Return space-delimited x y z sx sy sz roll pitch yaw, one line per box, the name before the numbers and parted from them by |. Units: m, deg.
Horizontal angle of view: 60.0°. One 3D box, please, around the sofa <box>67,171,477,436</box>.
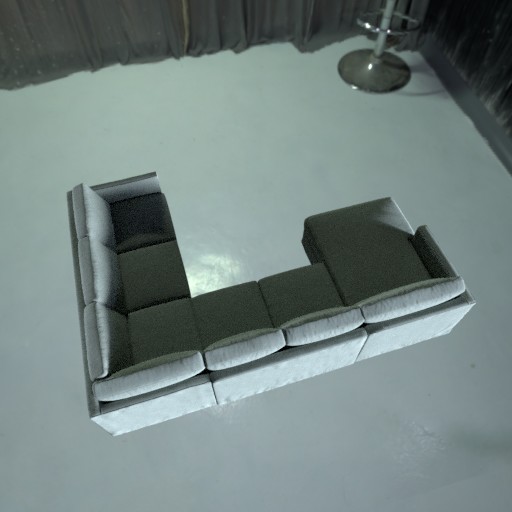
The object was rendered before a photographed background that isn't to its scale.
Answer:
sofa | 0.000 0.000 4.510 3.434 0.869 2.440 -15 58 -9
